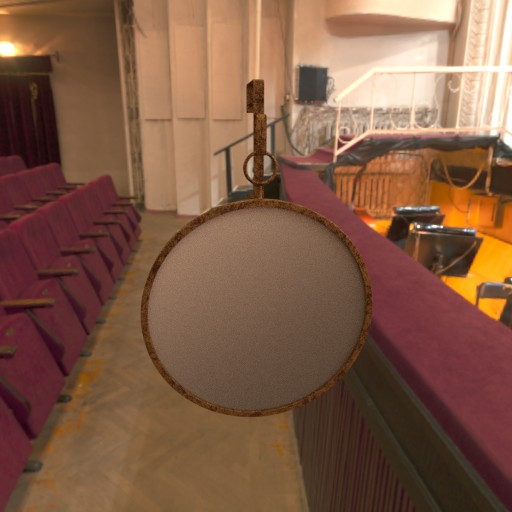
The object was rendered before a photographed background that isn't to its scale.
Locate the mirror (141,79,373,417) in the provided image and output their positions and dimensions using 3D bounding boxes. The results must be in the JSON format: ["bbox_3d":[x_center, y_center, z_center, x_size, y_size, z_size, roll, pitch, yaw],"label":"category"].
[{"bbox_3d":[0.000,0.000,0.882,0.447,0.651,0.144,-2,16,-7],"label":"mirror"}]
